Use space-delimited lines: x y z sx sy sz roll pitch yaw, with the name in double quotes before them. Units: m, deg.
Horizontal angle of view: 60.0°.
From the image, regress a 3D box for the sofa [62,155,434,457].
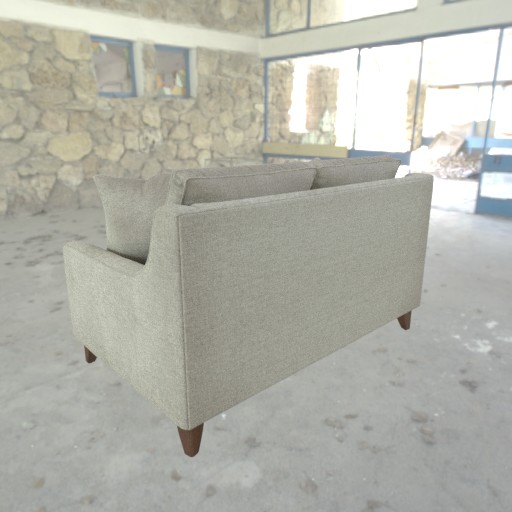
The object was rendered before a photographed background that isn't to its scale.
"sofa" 0.000 0.000 1.983 1.422 0.863 0.915 -14 21 -41
